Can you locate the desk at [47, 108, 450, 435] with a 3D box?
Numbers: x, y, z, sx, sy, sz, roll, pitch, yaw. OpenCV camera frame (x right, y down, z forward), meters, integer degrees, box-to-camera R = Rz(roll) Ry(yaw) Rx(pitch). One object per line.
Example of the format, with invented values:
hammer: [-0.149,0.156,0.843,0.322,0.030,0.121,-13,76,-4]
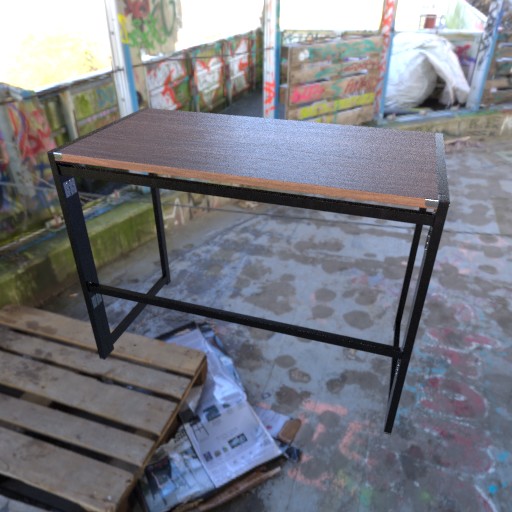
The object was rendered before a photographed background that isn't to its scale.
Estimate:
desk: [0.000,0.000,1.457,1.016,0.762,0.508,10,33,15]
